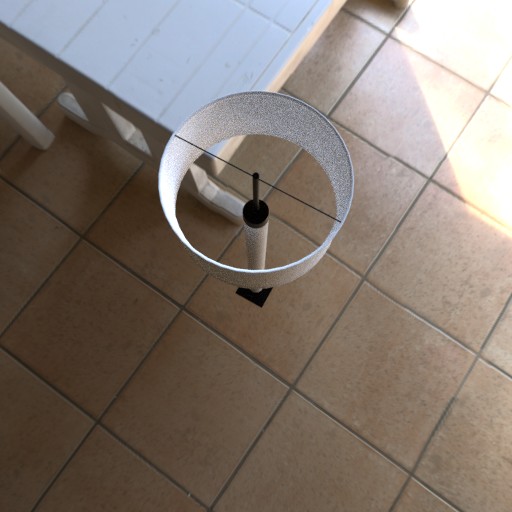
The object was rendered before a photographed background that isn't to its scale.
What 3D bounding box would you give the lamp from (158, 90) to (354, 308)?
[{"bbox_3d":[0.000,0.000,1.654,0.420,1.475,0.420,29,78,6],"label":"lamp"}]
